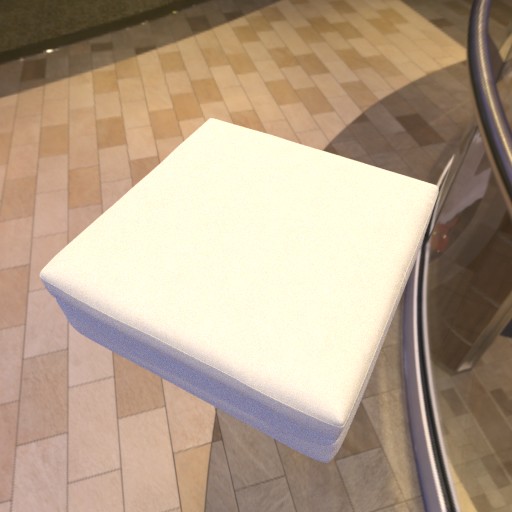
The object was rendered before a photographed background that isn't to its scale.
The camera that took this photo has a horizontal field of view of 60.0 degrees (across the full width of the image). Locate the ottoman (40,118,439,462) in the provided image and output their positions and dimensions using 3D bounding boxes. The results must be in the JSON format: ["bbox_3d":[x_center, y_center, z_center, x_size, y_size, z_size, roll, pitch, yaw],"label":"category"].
[{"bbox_3d":[0.000,0.000,1.812,1.167,0.482,1.163,22,52,18],"label":"ottoman"}]
